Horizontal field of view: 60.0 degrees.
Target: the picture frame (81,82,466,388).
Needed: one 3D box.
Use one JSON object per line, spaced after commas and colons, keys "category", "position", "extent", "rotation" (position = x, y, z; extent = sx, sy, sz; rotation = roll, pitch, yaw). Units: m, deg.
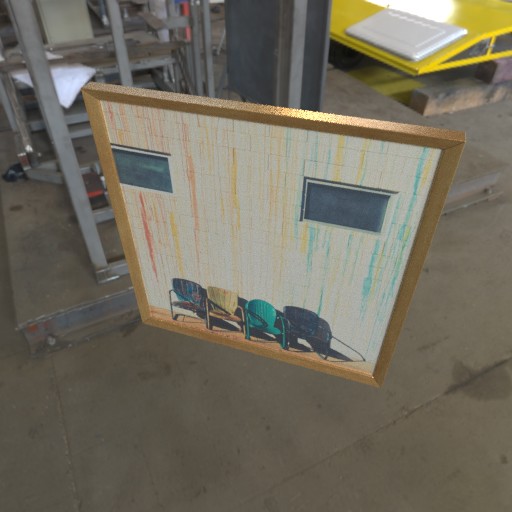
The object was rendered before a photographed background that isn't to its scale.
{"category": "picture frame", "position": [0.000, 0.000, 1.102], "extent": [0.758, 0.761, 0.037], "rotation": [12, 43, 13]}
